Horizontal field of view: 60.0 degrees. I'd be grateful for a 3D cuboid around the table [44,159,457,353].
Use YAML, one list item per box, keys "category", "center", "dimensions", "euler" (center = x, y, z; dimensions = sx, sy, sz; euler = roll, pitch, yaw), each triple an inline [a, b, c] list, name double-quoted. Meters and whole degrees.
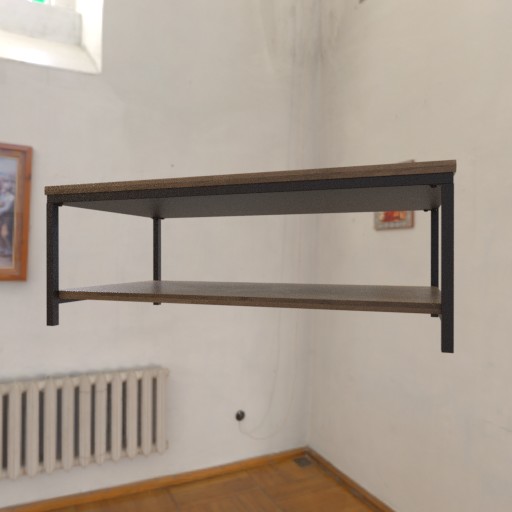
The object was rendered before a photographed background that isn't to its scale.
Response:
- category: "table"
  center: [0.000, 0.000, 1.344]
  dimensions: [1.062, 0.393, 0.574]
  euler: [0, 0, 19]
